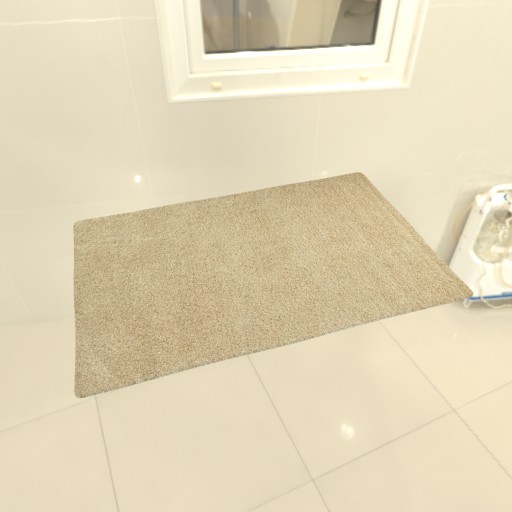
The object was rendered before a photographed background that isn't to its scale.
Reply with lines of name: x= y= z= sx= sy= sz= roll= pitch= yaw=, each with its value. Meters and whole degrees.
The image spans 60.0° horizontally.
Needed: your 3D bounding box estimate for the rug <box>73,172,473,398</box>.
rug: x=0.000 y=0.000 z=2.990 sx=2.349 sy=0.025 sz=1.500 roll=-12 pitch=43 yaw=-13
